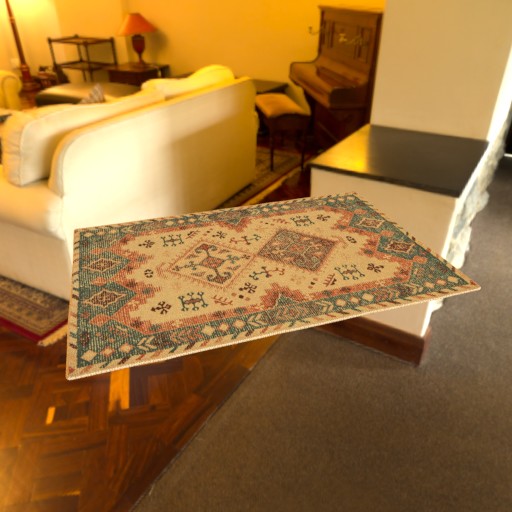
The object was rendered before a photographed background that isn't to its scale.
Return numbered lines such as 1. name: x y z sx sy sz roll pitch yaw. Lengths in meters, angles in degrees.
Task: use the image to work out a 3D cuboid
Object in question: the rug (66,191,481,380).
1. rug: 0.000 0.000 2.329 1.840 0.015 1.225 -10 32 -15
